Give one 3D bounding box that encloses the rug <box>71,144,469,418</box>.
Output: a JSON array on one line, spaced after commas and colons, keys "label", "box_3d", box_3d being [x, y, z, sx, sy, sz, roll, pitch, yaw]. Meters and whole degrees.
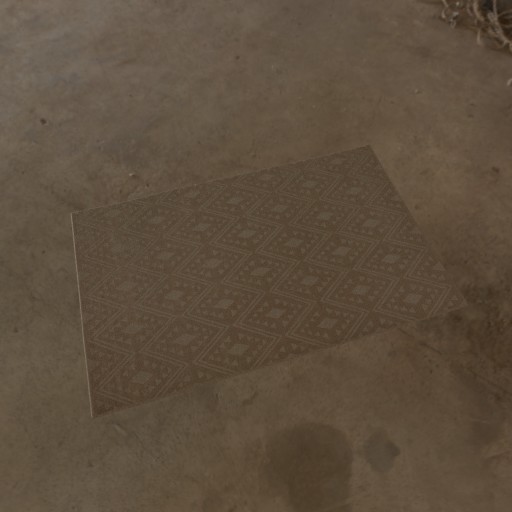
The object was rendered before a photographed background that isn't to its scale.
[{"label": "rug", "box_3d": [0.000, 0.000, 3.110, 2.430, 0.053, 1.553, -14, 59, -9]}]
